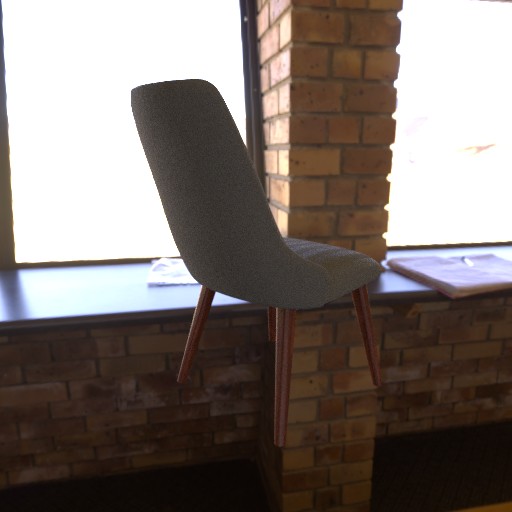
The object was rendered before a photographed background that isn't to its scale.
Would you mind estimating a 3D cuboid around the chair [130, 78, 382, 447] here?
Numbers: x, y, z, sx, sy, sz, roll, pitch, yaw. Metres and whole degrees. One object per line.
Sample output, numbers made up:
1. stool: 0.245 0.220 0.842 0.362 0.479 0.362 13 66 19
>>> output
1. chair: 0.000 0.000 1.341 0.707 0.918 0.535 -12 18 -42
